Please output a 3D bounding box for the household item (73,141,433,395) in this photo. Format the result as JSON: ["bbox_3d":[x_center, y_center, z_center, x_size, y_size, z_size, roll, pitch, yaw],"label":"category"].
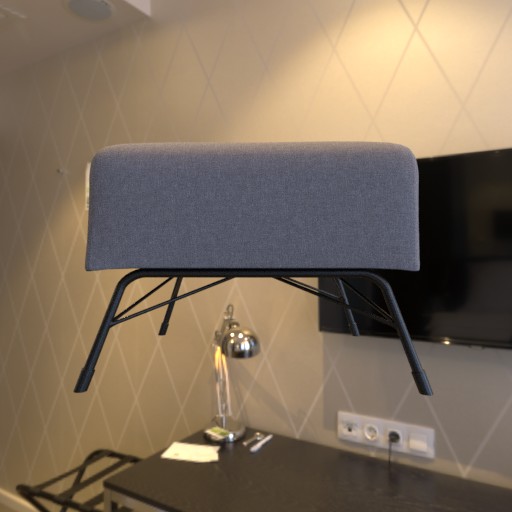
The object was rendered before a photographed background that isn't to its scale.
[{"bbox_3d":[0.000,0.000,0.912,0.530,0.410,0.530,0,-1,1],"label":"household item"}]
